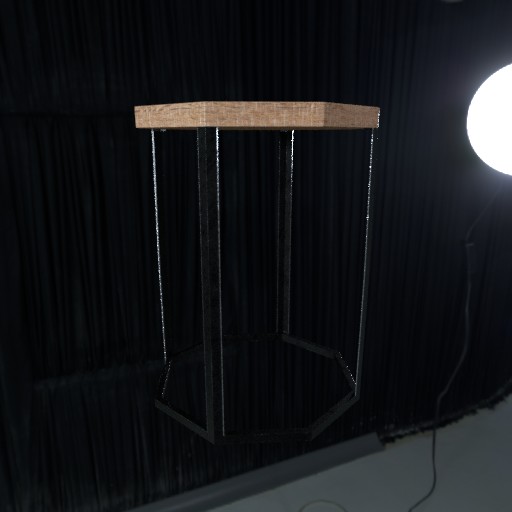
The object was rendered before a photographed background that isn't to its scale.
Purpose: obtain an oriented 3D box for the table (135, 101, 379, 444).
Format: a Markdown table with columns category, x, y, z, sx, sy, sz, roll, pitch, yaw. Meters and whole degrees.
| category | x | y | z | sx | sy | sz | roll | pitch | yaw |
| --- | --- | --- | --- | --- | --- | --- | --- | --- | --- |
| table | 0.000 | 0.000 | 0.882 | 0.437 | 0.553 | 0.437 | -7 | 17 | -25 |
